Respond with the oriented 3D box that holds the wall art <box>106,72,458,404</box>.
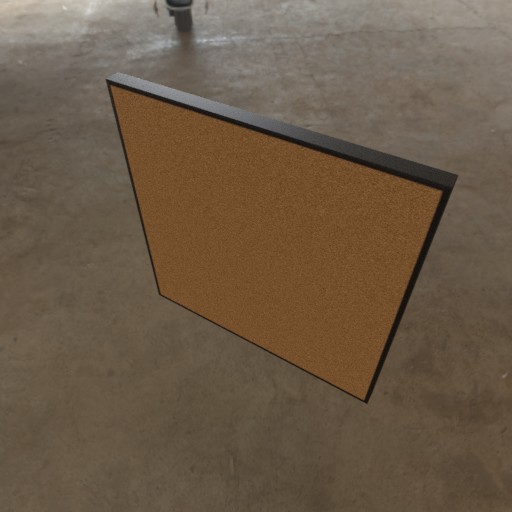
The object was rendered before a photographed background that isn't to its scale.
[{"bbox_3d":[0.000,0.000,0.762,0.513,0.511,0.028,24,50,21],"label":"wall art"}]
